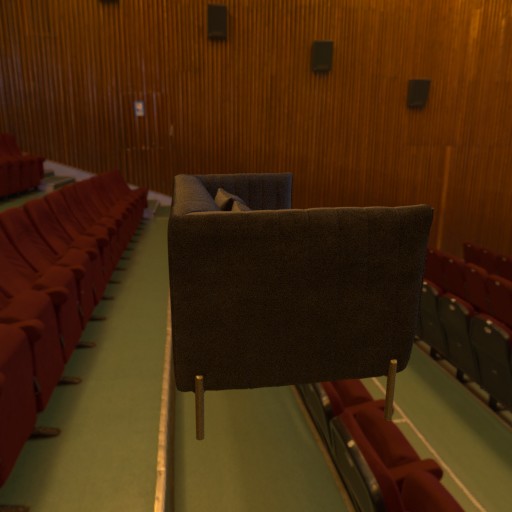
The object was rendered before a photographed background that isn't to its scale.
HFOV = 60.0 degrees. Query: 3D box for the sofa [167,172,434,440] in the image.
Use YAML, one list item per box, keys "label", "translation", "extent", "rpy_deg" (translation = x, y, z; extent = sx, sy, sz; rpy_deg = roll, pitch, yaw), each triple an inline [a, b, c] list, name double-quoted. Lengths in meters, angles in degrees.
- label: "sofa"
  translation: [0.000, 0.000, 2.380]
  extent: [0.876, 0.780, 1.980]
  rpy_deg: [-2, 14, -10]
